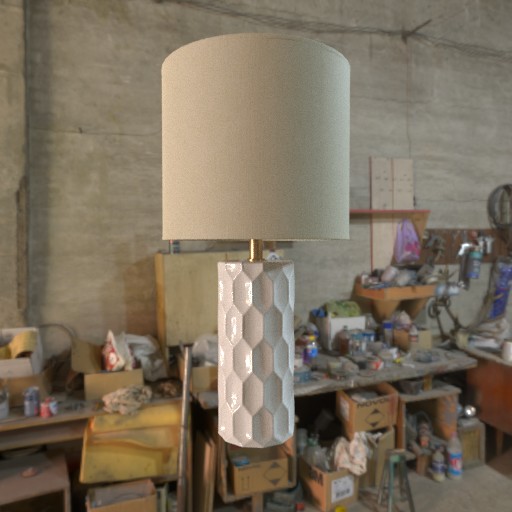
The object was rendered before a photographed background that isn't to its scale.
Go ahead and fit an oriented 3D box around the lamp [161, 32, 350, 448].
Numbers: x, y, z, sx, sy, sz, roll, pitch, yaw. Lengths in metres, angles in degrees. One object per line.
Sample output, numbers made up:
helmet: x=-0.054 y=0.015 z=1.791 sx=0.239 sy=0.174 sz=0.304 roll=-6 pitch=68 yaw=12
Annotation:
lamp: x=0.000 y=0.000 z=0.670 sx=0.277 sy=0.537 sz=0.277 roll=1 pitch=2 yaw=35
